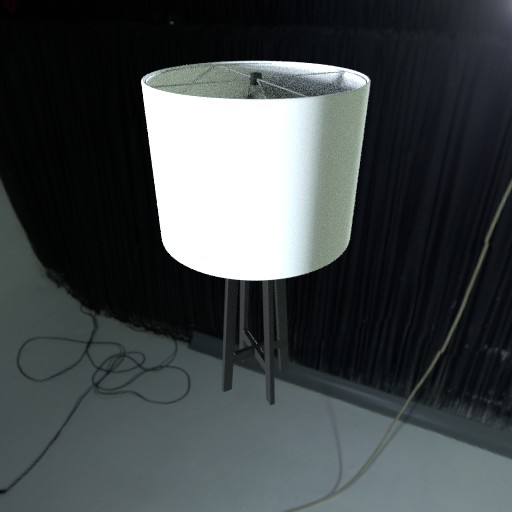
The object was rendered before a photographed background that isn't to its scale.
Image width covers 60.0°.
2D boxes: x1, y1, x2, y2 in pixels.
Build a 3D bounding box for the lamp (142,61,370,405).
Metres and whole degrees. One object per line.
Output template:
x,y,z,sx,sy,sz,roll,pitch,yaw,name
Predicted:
0.000,0.000,0.634,0.257,0.489,0.257,10,32,17,lamp
